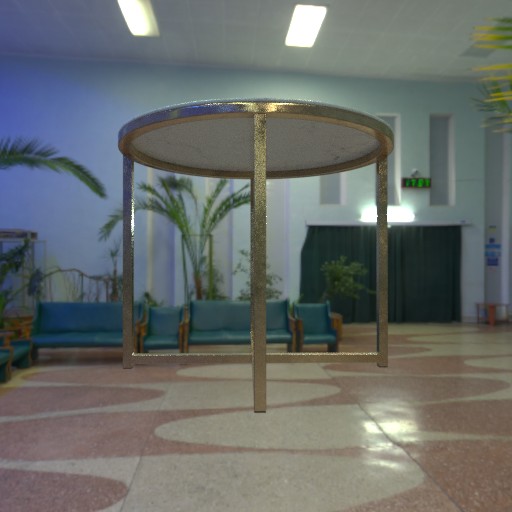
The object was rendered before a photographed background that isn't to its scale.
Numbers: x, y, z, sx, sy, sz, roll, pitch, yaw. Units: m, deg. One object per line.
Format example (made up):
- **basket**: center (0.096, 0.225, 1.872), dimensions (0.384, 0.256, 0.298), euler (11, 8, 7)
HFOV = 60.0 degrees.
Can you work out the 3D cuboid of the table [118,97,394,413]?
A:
- **table**: center (0.000, 0.000, 0.839), dimensions (0.500, 0.420, 0.500), euler (0, 0, 0)
